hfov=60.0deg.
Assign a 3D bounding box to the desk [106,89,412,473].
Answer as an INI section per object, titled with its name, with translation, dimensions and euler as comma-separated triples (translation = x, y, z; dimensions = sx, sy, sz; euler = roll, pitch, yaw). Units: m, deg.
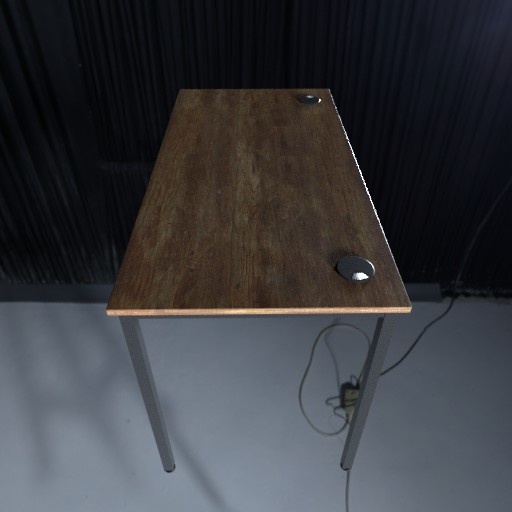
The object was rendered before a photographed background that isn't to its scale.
[desk]
translation = 0.000, 0.000, 1.565
dimensions = 0.600, 0.749, 1.200
euler = 0, 40, 0
